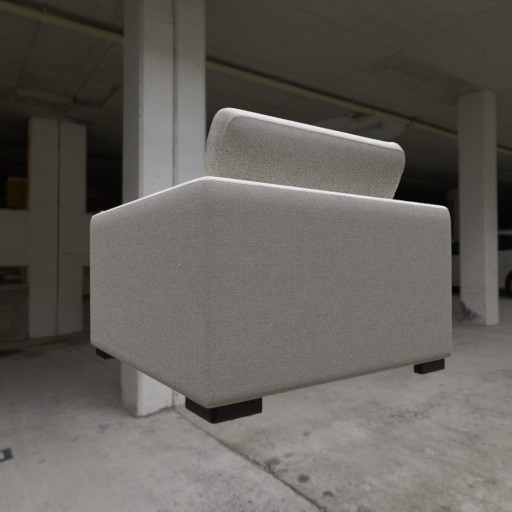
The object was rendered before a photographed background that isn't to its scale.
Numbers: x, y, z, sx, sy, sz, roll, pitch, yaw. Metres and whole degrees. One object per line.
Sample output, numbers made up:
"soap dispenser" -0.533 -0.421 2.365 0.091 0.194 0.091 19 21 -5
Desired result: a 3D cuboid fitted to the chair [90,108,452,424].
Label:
"chair" 0.000 0.000 1.837 1.070 0.876 1.100 1 -1 -35
